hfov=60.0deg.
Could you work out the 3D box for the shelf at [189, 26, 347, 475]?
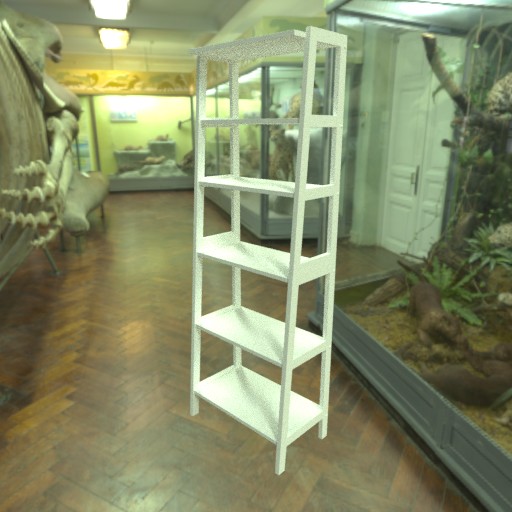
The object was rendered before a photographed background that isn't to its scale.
[{"bbox_3d":[0.000,0.000,2.126,0.660,1.892,0.381,15,22,42],"label":"shelf"}]
